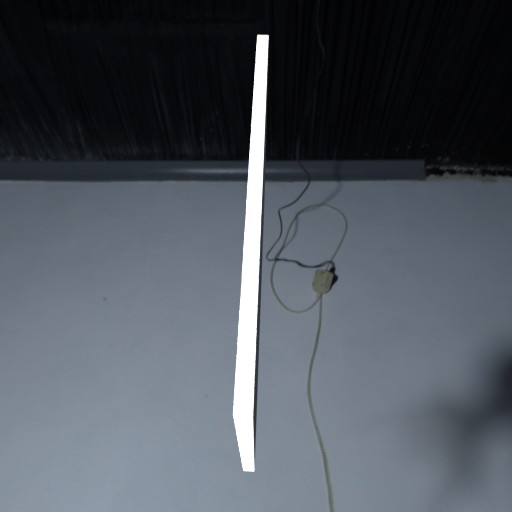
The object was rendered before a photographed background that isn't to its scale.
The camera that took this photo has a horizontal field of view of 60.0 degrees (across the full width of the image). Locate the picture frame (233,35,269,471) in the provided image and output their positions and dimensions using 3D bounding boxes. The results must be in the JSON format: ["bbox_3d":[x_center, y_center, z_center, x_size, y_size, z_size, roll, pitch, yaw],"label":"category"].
[{"bbox_3d":[0.000,0.000,1.164,0.029,0.640,0.950,2,58,1],"label":"picture frame"}]
